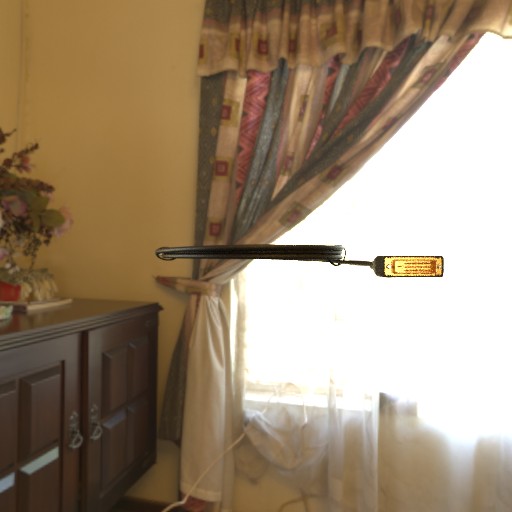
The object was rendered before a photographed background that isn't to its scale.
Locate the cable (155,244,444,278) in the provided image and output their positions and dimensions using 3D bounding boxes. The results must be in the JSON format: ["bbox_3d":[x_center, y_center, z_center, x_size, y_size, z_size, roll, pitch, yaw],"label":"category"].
[{"bbox_3d":[0.000,0.000,0.508,0.257,0.030,0.422,0,0,0],"label":"cable"}]
